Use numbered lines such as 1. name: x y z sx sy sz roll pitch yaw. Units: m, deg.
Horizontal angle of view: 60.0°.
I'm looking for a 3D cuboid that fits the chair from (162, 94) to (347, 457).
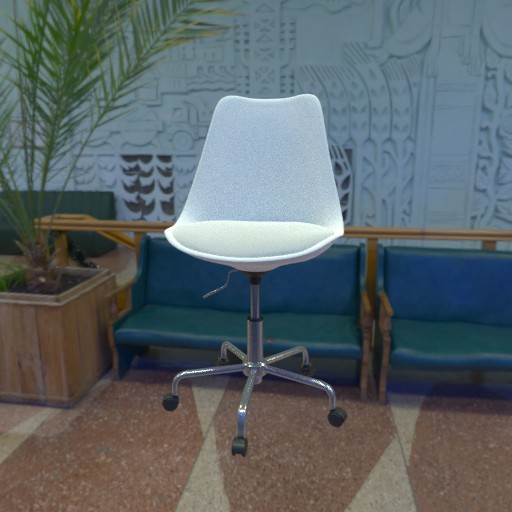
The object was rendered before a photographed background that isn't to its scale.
1. chair: 0.000 0.000 1.269 0.550 0.930 0.550 2 13 10
